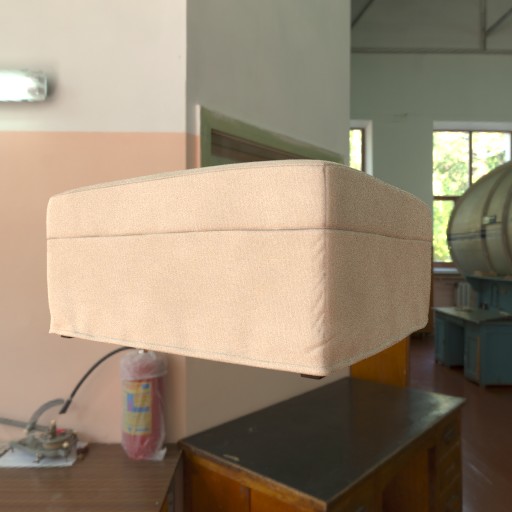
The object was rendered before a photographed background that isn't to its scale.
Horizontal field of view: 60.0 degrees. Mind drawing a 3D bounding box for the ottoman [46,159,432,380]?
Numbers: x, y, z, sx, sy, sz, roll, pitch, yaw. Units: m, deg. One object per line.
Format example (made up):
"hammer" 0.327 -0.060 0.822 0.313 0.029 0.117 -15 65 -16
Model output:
"ottoman" 0.000 0.000 1.306 0.843 0.441 0.842 0 0 33
